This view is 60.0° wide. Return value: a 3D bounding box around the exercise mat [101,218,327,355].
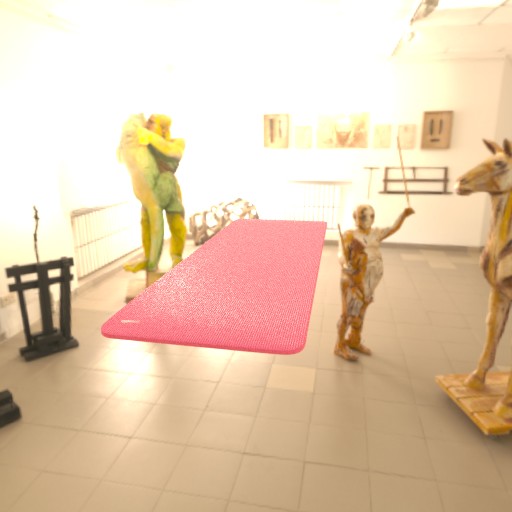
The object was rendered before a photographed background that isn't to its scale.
[{"bbox_3d":[0.000,0.000,2.128,0.616,0.021,1.884,3,16,10],"label":"exercise mat"}]
